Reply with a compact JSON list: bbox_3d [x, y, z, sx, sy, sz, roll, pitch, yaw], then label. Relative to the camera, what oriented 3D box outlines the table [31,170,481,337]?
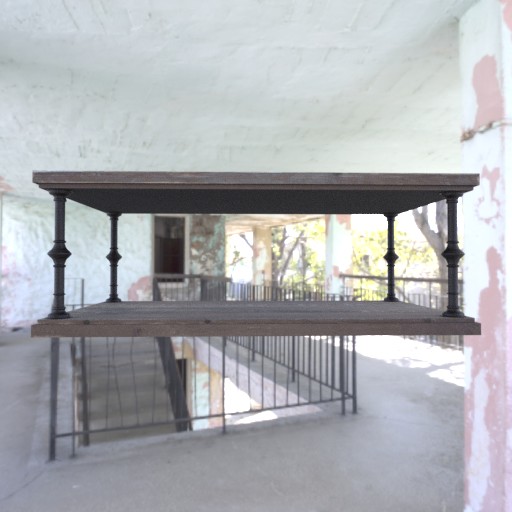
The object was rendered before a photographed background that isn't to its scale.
[{"bbox_3d":[0.000,0.000,1.351,1.088,0.399,0.554,0,-1,-2],"label":"table"}]
